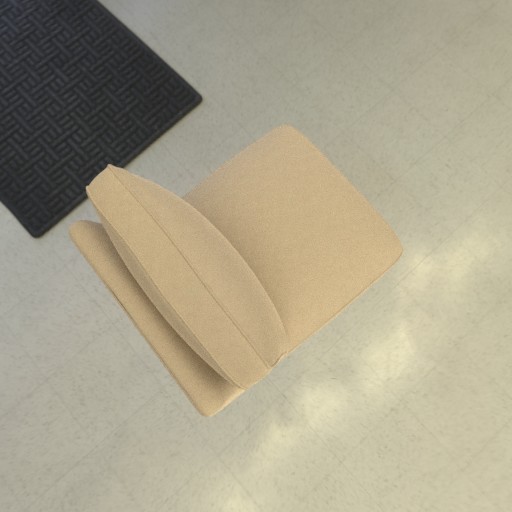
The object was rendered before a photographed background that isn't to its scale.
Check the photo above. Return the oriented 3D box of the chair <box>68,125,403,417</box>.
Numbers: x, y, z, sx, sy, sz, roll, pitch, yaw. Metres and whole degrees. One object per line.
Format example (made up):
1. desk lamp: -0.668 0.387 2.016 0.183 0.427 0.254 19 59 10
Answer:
1. chair: 0.000 0.000 1.674 0.912 1.052 0.724 -38 78 -9
